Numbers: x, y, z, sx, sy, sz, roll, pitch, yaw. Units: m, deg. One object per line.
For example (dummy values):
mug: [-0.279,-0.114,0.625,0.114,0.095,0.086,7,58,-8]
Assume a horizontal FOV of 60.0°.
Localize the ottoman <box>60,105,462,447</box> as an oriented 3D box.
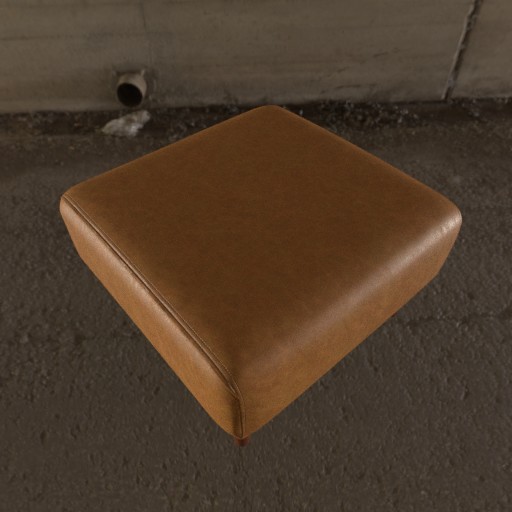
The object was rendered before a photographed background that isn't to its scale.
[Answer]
ottoman: [0.000,0.000,1.066,0.650,0.399,0.650,-32,54,-27]
